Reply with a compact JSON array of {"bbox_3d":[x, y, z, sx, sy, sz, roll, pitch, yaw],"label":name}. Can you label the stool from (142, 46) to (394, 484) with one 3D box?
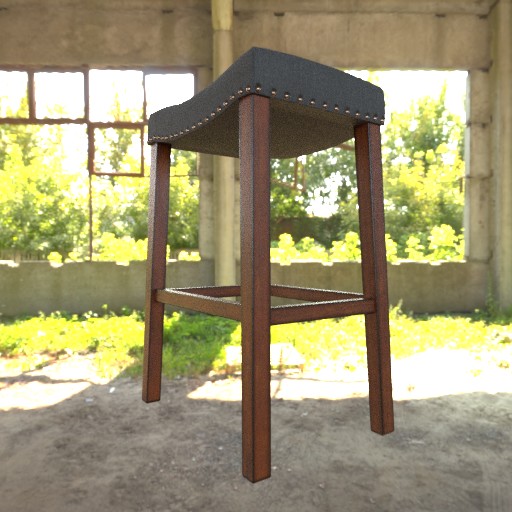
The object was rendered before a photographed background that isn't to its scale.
[{"bbox_3d":[0.000,0.000,1.036,0.366,0.748,0.502,-1,1,-35],"label":"stool"}]
